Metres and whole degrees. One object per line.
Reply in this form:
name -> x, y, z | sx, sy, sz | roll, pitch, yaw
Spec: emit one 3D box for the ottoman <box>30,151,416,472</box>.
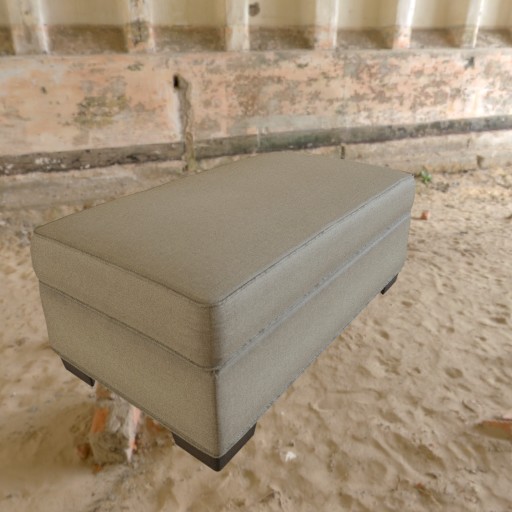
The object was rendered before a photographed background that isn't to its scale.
ottoman -> 0.000, 0.000, 1.383 | 0.617, 0.461, 1.097 | 18, 31, 32
